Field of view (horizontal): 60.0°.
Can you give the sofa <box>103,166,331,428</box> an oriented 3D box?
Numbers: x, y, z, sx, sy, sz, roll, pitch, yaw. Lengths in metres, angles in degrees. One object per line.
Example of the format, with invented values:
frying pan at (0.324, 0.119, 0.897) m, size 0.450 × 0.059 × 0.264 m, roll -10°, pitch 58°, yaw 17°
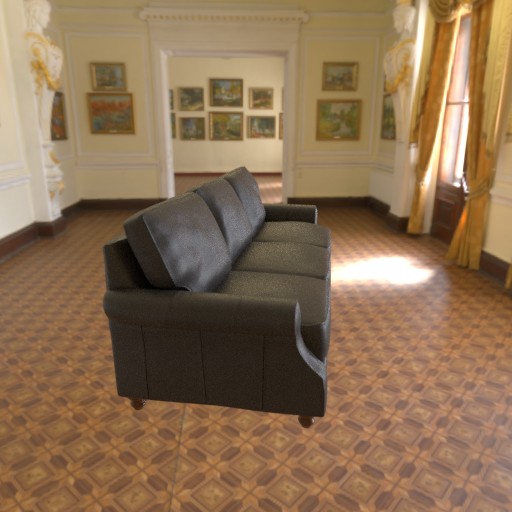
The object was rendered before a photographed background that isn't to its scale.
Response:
sofa at (0.000, 0.000, 2.883) m, size 0.974 × 0.977 × 2.387 m, roll 3°, pitch 17°, yaw 9°
